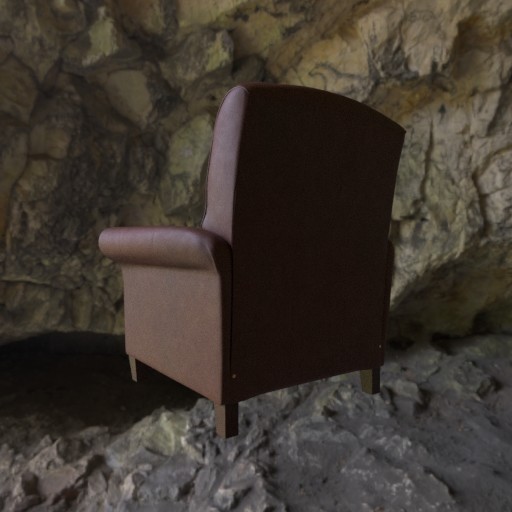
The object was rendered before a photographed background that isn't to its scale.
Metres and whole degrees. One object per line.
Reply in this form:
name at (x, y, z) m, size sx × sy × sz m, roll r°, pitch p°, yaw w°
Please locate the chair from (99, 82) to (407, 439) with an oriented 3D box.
chair at (0.000, 0.000, 1.769) m, size 0.978 × 1.061 × 0.902 m, roll -1°, pitch 1°, yaw -36°
